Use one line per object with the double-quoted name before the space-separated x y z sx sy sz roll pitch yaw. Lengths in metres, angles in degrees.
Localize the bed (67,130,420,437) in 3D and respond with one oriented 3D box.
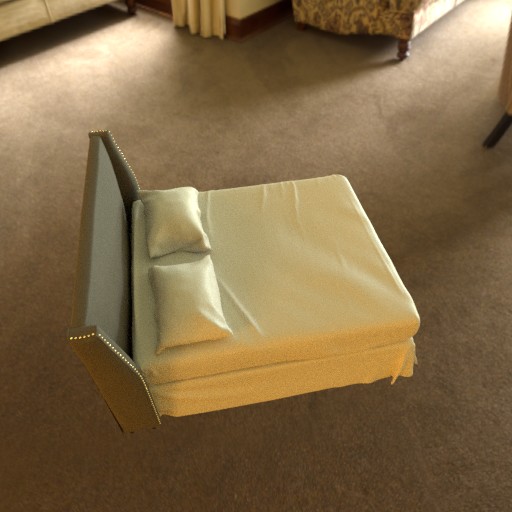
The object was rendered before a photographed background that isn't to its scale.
"bed" 0.000 0.000 3.409 2.276 1.332 1.925 -8 49 -7
